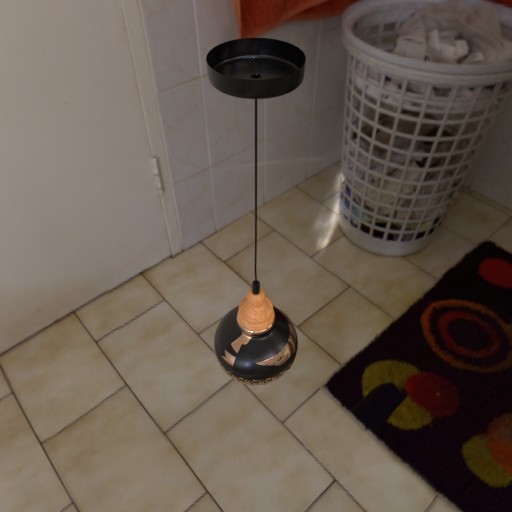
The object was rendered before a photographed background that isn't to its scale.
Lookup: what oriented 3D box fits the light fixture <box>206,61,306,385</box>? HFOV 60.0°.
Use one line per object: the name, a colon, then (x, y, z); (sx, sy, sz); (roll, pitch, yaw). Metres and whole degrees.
light fixture: (0.000, 0.000, 1.811); (0.430, 1.606, 0.430); (-31, 54, -26)
